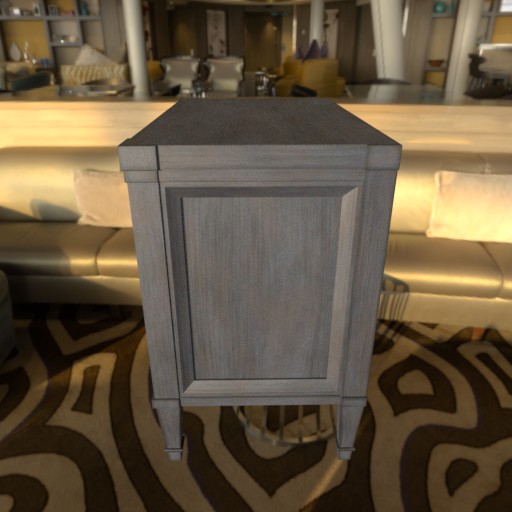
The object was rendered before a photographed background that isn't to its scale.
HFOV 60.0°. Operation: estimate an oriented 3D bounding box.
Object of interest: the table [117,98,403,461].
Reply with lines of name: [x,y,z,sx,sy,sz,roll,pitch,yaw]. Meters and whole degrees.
table: [0.000,0.000,1.074,0.413,0.660,0.660,0,25,-1]
